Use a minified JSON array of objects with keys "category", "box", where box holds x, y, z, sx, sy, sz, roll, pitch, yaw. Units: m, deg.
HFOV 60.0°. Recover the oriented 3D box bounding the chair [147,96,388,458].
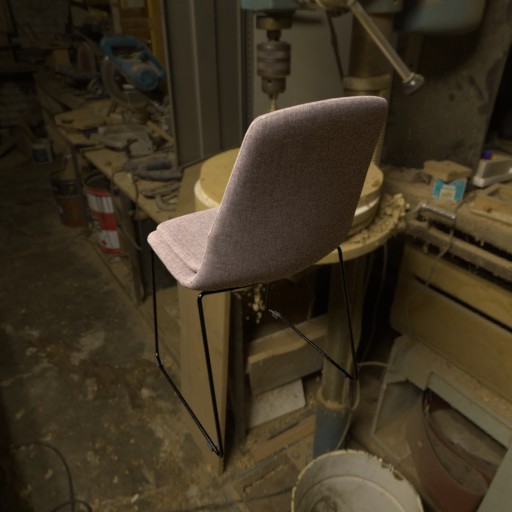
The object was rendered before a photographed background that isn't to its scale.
[{"category":"chair","box":[0.000,0.000,1.149,0.479,0.858,0.518,-18,35,-28]}]
